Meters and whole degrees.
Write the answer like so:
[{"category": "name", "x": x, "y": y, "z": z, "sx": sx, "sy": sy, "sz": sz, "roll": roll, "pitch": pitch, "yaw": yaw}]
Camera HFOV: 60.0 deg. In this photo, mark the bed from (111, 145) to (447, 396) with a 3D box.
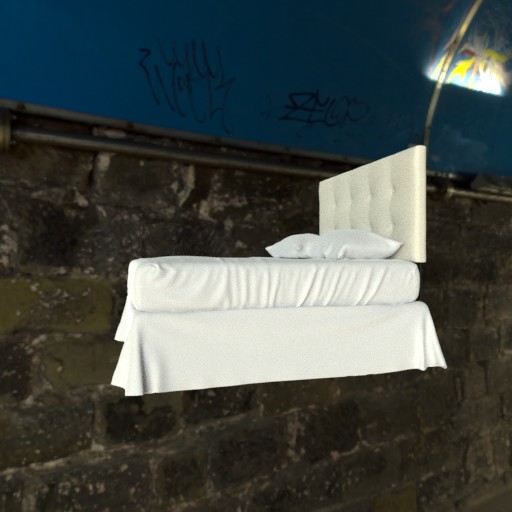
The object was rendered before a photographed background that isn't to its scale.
[{"category": "bed", "x": 0.000, "y": 0.000, "z": 3.617, "sx": 2.222, "sy": 1.577, "sz": 1.936, "roll": 0, "pitch": 0, "yaw": -17}]
